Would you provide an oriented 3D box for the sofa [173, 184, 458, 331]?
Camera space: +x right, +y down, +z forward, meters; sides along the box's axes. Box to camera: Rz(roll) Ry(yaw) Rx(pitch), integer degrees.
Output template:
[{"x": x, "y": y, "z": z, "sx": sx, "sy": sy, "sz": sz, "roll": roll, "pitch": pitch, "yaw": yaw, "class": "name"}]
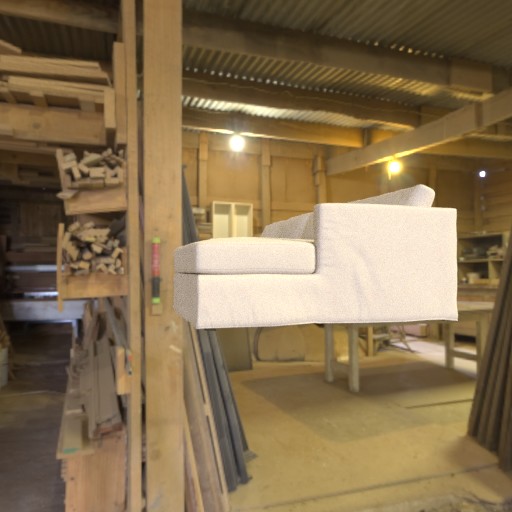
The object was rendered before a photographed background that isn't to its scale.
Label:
[{"x": 0.000, "y": 0.000, "z": 3.961, "sx": 1.622, "sy": 0.871, "sz": 3.206, "roll": 0, "pitch": -2, "yaw": -17, "class": "sofa"}]
